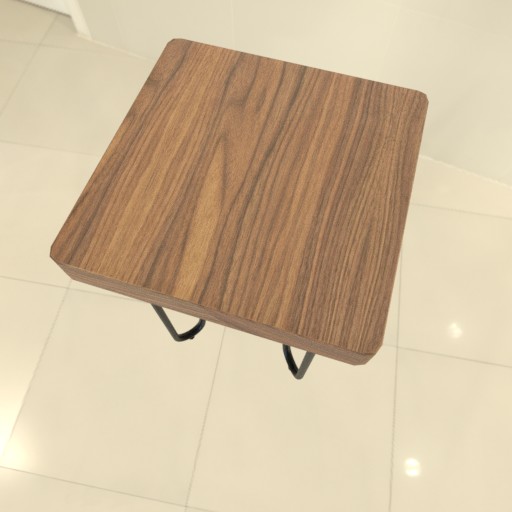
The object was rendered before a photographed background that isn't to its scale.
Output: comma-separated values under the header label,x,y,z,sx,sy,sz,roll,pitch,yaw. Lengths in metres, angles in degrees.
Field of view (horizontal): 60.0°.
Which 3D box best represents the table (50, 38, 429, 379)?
label,x,y,z,sx,sy,sz,roll,pitch,yaw
table,0.000,0.000,0.981,0.479,0.641,0.480,16,65,7
